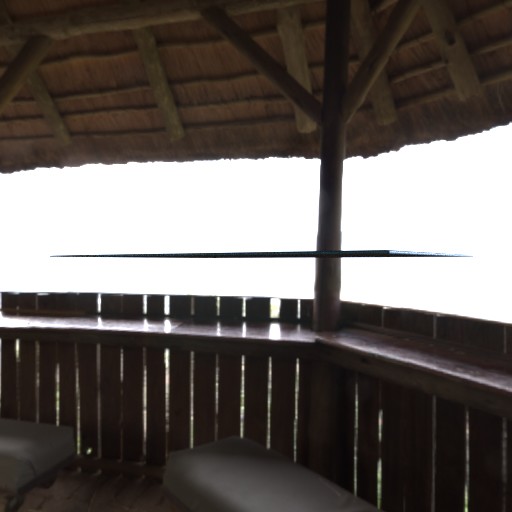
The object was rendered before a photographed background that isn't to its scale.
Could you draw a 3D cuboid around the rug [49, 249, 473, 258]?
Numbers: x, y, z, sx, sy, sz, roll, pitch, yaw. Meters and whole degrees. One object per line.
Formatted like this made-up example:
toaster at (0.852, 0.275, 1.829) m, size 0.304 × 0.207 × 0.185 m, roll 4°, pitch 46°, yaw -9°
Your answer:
rug at (0.000, 0.000, 3.460) m, size 2.769 × 0.018 × 1.830 m, roll -1°, pitch -1°, yaw 36°
